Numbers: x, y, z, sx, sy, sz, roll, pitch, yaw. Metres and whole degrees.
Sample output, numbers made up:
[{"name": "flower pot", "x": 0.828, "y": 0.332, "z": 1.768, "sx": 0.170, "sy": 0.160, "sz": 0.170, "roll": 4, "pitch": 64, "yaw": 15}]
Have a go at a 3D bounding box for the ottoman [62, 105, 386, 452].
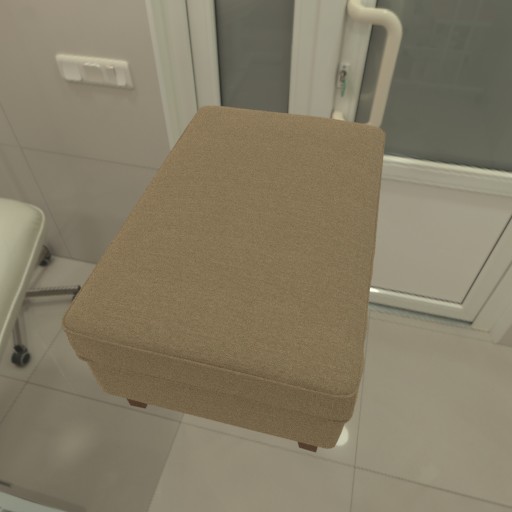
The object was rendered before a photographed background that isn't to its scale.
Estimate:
[{"name": "ottoman", "x": 0.000, "y": 0.000, "z": 1.298, "sx": 0.636, "sy": 0.521, "sz": 0.945, "roll": 11, "pitch": 49, "yaw": 9}]
